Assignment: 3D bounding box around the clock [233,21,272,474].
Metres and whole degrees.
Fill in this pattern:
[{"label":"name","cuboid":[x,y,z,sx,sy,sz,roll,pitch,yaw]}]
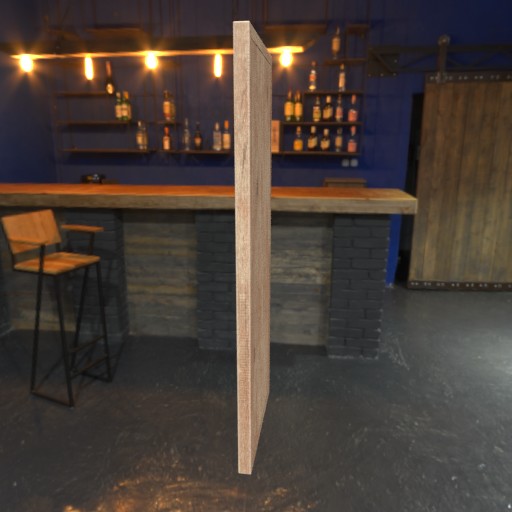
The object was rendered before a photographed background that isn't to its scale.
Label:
[{"label":"clock","cuboid":[0.000,0.000,1.090,0.030,0.965,0.361,2,15,8]}]
